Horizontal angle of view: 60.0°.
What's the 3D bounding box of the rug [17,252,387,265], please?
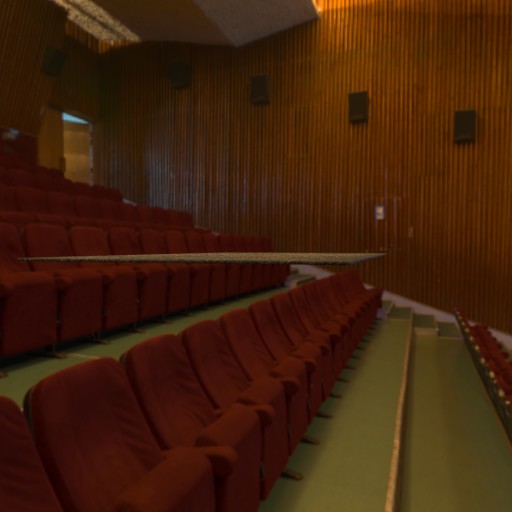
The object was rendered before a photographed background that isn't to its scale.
[{"bbox_3d":[0.000,0.000,2.166,1.139,0.010,1.754,0,1,20],"label":"rug"}]
